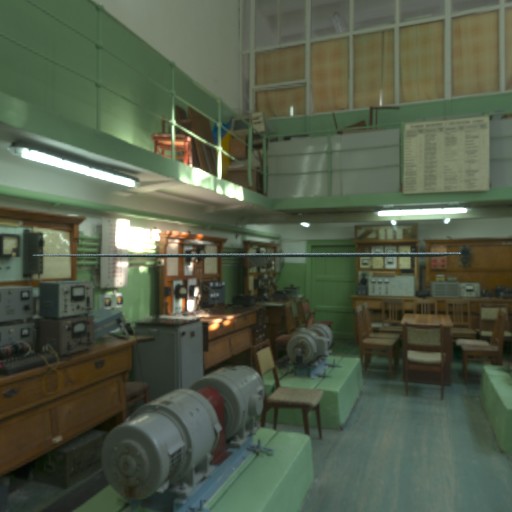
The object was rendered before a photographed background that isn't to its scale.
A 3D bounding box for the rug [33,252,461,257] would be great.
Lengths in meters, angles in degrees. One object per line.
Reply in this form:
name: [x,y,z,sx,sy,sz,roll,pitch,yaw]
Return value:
rug: [0.000,0.000,3.086,2.457,0.009,1.512,0,-1,19]
